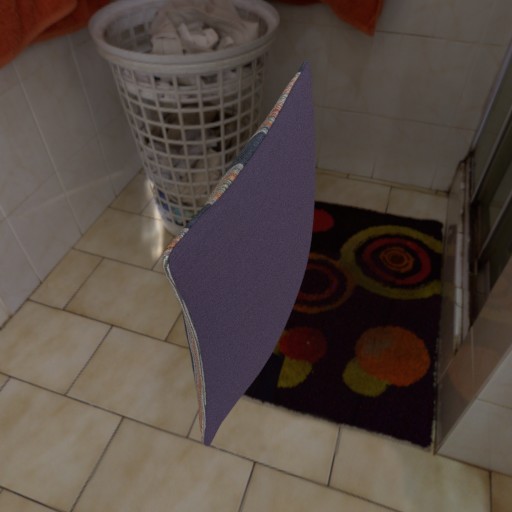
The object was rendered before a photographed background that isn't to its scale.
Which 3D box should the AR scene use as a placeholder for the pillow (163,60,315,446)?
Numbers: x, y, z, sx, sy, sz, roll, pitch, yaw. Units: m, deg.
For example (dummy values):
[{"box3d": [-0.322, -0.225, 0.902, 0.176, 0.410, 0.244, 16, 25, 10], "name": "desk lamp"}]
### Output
[{"box3d": [0.000, 0.000, 0.661, 0.136, 0.419, 0.437, 15, 48, 14], "name": "pillow"}]
